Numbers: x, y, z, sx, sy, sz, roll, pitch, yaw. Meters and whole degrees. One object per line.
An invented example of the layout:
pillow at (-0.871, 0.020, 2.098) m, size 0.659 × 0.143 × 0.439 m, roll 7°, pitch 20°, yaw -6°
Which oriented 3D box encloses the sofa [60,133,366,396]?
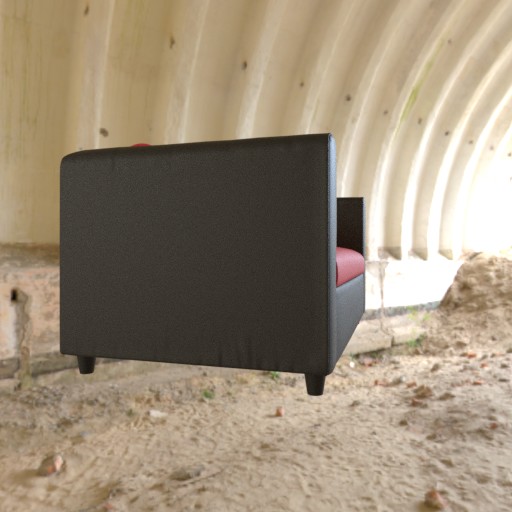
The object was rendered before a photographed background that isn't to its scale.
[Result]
sofa at (0.000, 0.000, 1.899) m, size 0.845 × 0.735 × 1.410 m, roll 0°, pitch 0°, yaw 17°
